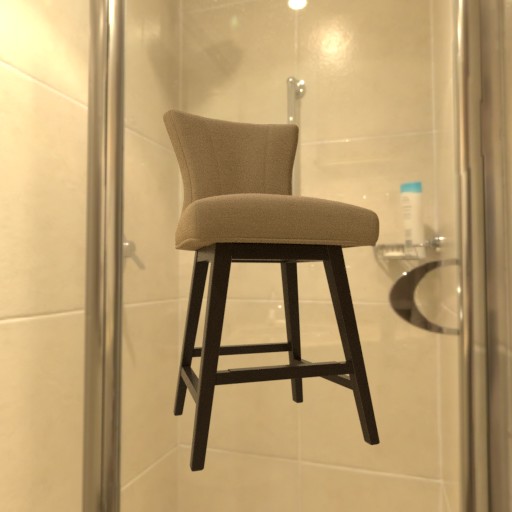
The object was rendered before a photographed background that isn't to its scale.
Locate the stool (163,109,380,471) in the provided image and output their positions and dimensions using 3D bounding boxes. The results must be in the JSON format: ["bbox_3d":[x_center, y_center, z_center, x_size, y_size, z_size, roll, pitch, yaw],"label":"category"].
[{"bbox_3d":[0.000,0.000,1.350,0.514,1.000,0.574,1,-3,-19],"label":"stool"}]
